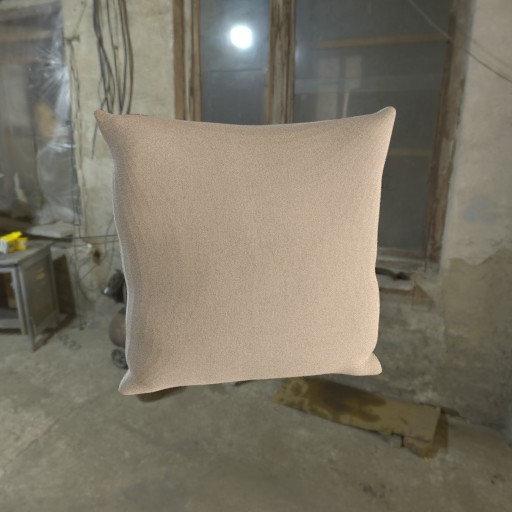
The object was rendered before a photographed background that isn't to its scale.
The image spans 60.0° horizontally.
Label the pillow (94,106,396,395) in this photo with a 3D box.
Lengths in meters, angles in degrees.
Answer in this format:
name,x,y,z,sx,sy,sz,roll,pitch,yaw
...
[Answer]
name,x,y,z,sx,sy,sz,roll,pitch,yaw
pillow,0.000,0.000,0.683,0.440,0.441,0.182,-3,16,-10
